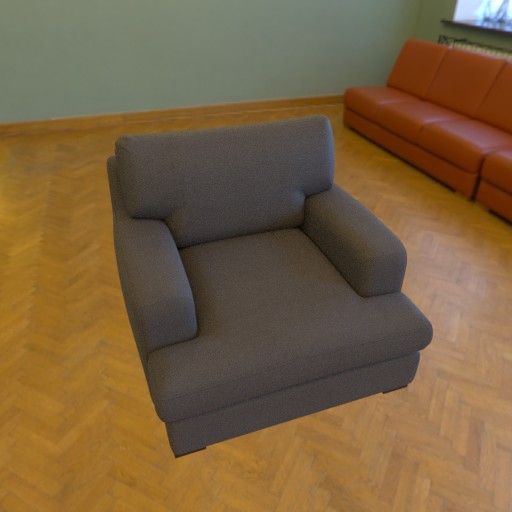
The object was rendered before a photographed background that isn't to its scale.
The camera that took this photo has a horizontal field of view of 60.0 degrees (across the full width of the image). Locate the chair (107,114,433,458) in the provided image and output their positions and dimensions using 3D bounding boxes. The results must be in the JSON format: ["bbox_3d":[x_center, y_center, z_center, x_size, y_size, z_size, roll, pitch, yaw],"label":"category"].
[{"bbox_3d":[0.000,0.000,1.954,1.168,0.940,1.143,-11,35,-16],"label":"chair"}]
